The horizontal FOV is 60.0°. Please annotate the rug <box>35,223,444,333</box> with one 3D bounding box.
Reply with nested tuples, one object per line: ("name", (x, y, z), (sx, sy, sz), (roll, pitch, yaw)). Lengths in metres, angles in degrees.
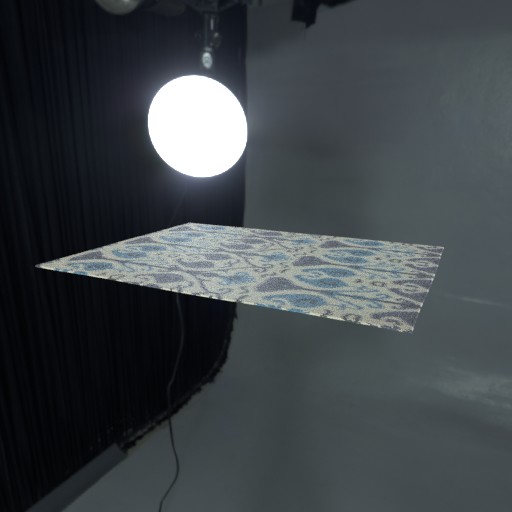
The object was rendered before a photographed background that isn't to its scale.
("rug", (0.000, 0.000, 3.012), (2.261, 0.013, 1.676), (7, 16, 25))
